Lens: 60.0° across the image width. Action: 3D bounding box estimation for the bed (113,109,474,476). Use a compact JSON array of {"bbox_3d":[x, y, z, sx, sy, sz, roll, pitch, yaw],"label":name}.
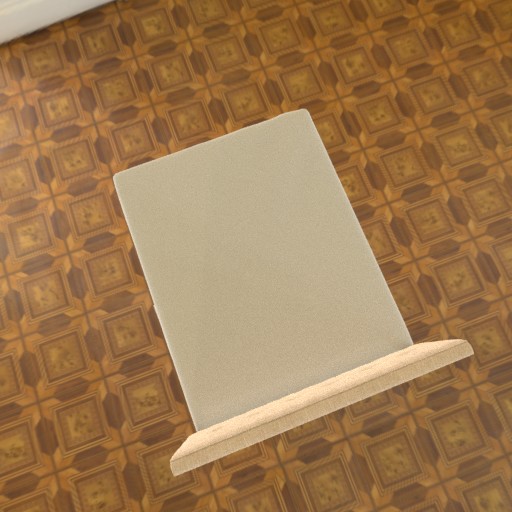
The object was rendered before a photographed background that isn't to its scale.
[{"bbox_3d":[0.000,0.000,2.956,1.643,1.270,1.978,-20,78,-5],"label":"bed"}]
